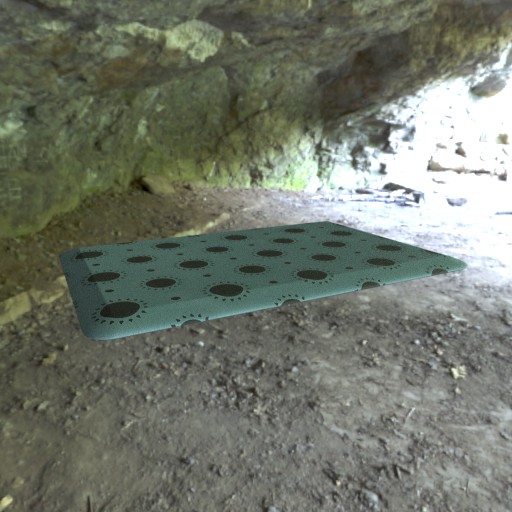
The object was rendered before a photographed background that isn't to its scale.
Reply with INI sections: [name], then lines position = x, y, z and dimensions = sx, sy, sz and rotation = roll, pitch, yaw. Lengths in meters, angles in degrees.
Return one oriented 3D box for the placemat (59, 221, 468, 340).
[placemat]
position = 0.000, 0.000, 0.963
dimensions = 0.762, 0.021, 0.508
rotation = -8, 18, -26
